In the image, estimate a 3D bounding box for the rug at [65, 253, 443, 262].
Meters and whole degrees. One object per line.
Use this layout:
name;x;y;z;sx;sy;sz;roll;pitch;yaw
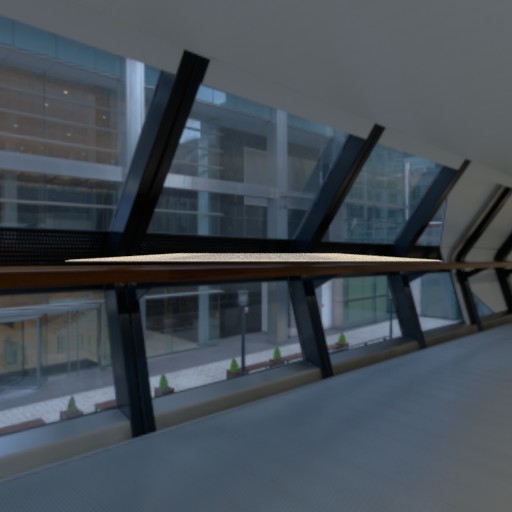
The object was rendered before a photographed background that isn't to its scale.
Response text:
rug;0.000;0.000;3.028;1.541;0.008;2.448;0;1;1
